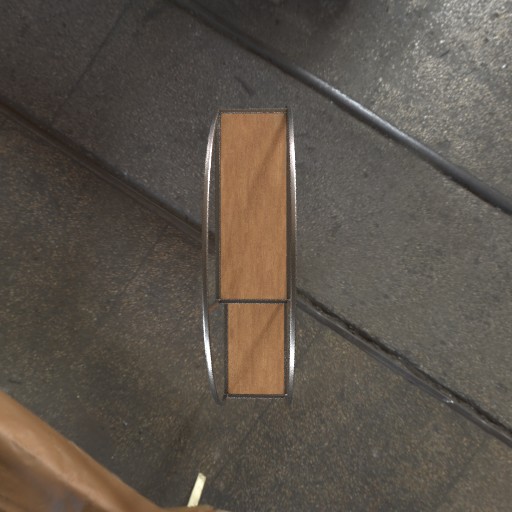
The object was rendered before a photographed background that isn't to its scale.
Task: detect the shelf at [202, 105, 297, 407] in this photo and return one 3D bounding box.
[{"bbox_3d":[0.000,0.000,1.381,0.202,0.888,0.888,0,90,2],"label":"shelf"}]
